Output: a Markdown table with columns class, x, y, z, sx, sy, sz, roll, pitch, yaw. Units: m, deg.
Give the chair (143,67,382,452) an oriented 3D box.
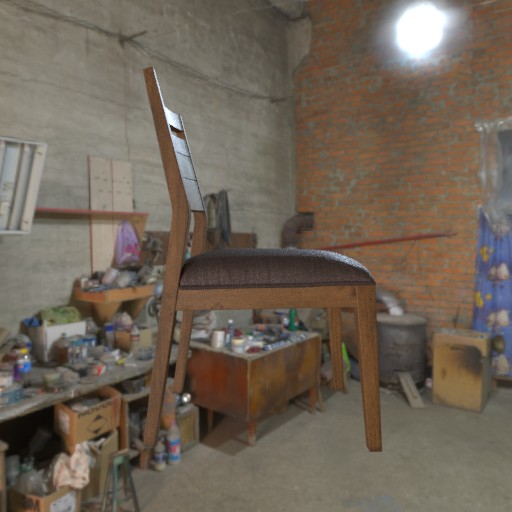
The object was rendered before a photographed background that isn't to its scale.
| class | x | y | z | sx | sy | sz | roll | pitch | yaw |
| --- | --- | --- | --- | --- | --- | --- | --- | --- | --- |
| chair | 0.000 | 0.000 | 1.309 | 0.610 | 0.939 | 0.501 | 0 | 1 | 0 |
